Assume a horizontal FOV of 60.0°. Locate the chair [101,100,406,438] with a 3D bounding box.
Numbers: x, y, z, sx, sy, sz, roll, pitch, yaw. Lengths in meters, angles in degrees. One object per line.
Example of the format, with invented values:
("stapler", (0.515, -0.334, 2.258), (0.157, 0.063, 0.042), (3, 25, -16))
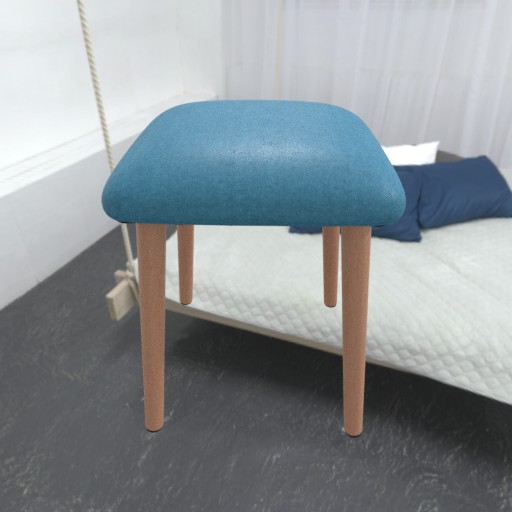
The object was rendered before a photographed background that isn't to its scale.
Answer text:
("chair", (0.000, 0.000, 0.718), (0.360, 0.450, 0.360), (1, 33, 1))
